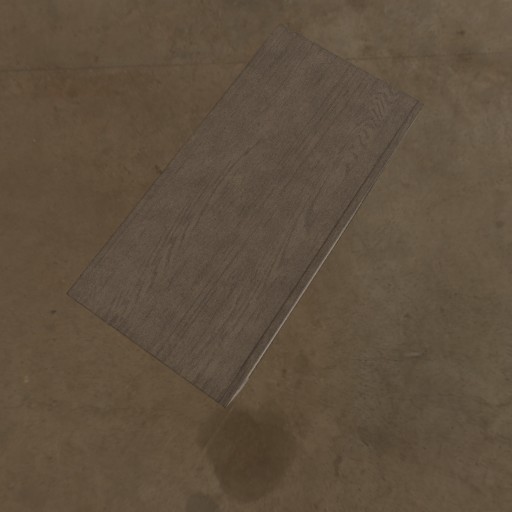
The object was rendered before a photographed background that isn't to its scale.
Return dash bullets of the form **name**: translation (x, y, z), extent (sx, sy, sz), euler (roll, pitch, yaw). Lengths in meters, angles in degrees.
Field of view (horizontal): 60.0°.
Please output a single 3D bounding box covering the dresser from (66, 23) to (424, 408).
- **dresser**: translation (0.000, 0.000, 1.789), extent (0.483, 1.295, 0.967), euler (33, 78, 8)
